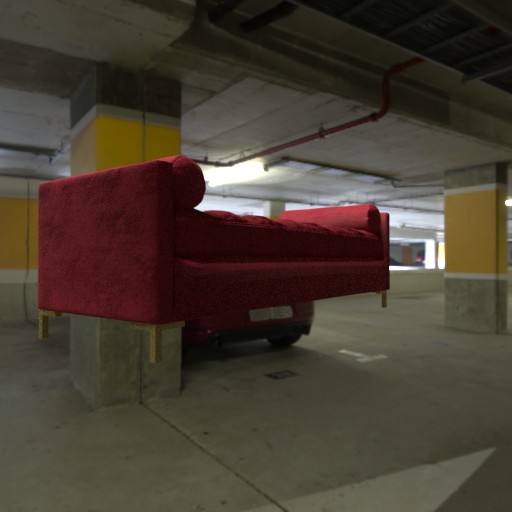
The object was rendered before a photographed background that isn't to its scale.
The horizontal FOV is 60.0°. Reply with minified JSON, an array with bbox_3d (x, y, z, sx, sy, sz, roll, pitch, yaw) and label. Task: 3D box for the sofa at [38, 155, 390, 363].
[{"bbox_3d":[0.000,0.000,2.468,0.796,0.705,2.102,0,-1,37],"label":"sofa"}]
